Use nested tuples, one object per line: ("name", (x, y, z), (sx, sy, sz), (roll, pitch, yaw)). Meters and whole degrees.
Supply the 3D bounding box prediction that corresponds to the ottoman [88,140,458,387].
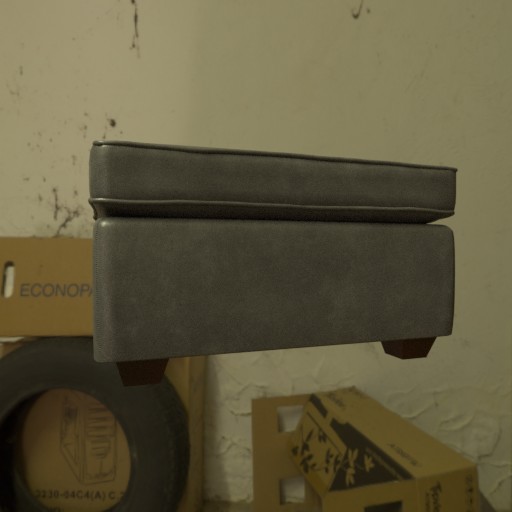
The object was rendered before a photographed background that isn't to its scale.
("ottoman", (0.000, 0.000, 1.082), (0.756, 0.445, 0.554), (0, 1, -19))
